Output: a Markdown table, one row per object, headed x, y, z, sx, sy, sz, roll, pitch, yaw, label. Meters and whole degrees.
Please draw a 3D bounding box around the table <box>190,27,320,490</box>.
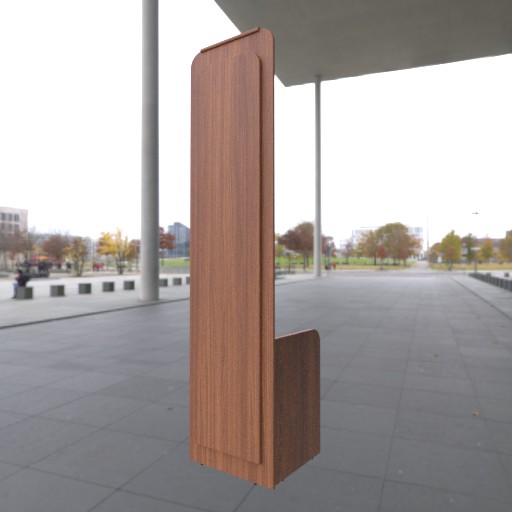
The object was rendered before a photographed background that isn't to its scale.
| x | y | z | sx | sy | sz | roll | pitch | yaw | label |
| --- | --- | --- | --- | --- | --- | --- | --- | --- | --- |
| 0.000 | 0.000 | 2.016 | 0.450 | 1.830 | 0.420 | -1 | -1 | 36 | table |
